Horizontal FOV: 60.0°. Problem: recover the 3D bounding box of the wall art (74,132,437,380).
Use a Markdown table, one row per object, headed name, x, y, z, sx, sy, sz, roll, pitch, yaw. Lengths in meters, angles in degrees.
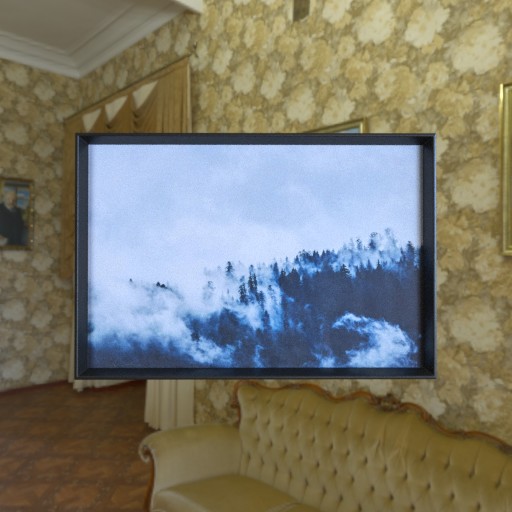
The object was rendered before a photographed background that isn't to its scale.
| name | x | y | z | sx | sy | sz | roll | pitch | yaw |
| --- | --- | --- | --- | --- | --- | --- | --- | --- | --- |
| wall art | 0.000 | 0.000 | 1.178 | 0.939 | 0.640 | 0.058 | 0 | -1 | 0 |
